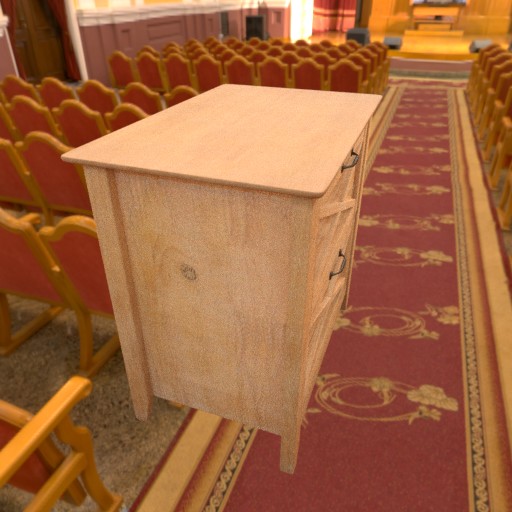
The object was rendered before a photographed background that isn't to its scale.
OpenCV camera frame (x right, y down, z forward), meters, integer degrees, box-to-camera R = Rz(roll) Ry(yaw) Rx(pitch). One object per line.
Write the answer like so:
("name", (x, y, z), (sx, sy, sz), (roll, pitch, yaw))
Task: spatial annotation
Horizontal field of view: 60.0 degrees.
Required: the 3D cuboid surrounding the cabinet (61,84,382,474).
("cabinet", (0.000, 0.000, 1.250), (0.503, 0.762, 0.763), (11, 33, 17))
